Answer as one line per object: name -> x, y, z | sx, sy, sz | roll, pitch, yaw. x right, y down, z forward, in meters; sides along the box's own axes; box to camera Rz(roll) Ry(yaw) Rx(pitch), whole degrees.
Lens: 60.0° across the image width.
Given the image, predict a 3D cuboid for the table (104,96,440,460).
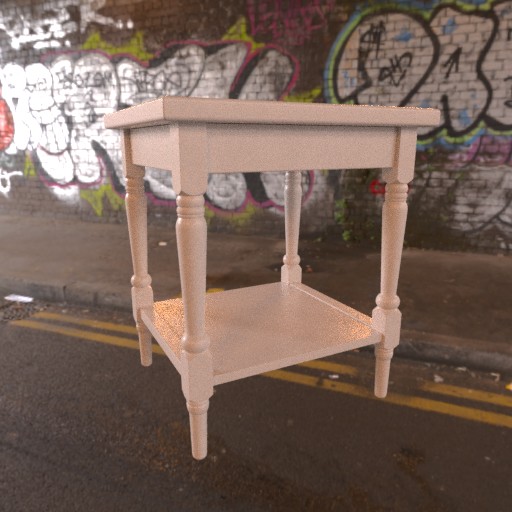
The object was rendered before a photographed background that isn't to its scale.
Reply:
table -> 0.000, 0.000, 0.913 | 0.488, 0.565, 0.442 | -7, 16, -26
